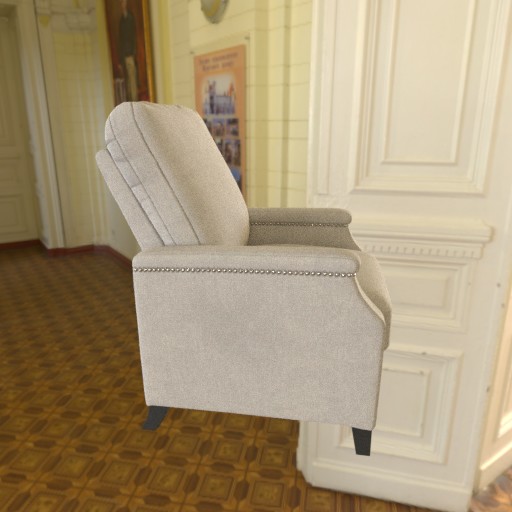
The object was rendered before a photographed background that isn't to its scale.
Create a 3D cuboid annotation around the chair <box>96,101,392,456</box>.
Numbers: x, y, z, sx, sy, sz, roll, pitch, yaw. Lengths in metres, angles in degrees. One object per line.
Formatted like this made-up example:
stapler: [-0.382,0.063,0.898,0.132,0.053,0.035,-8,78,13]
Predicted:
chair: [0.000,0.000,1.607,0.922,1.049,0.710,3,17,9]
